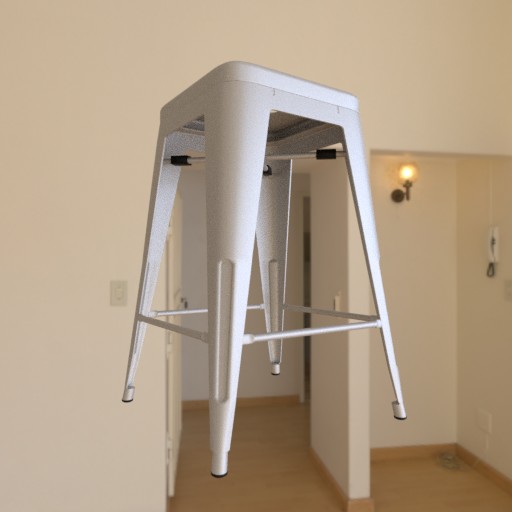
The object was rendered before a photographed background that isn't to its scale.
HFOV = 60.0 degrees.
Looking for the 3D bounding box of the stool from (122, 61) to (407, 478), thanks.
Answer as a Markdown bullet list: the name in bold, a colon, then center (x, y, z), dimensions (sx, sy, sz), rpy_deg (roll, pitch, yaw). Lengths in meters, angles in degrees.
- **stool**: center (0.000, 0.000, 0.880), dimensions (0.410, 0.608, 0.410), rpy_deg (0, -1, -34)
